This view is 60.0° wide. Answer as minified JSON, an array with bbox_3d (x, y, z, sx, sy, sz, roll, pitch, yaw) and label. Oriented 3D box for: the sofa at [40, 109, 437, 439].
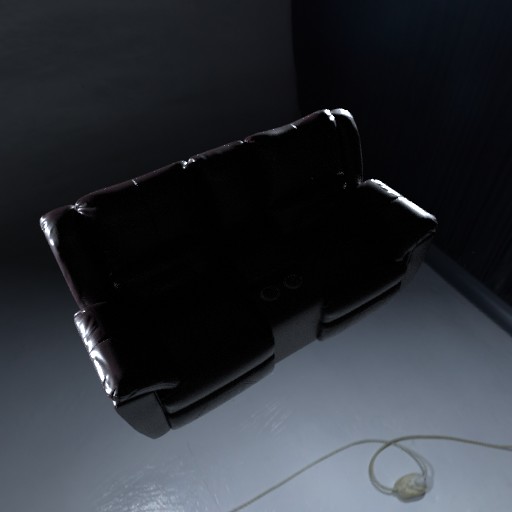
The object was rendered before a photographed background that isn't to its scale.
[{"bbox_3d":[0.000,0.000,2.581,2.058,1.043,0.991,-25,52,-22],"label":"sofa"}]
